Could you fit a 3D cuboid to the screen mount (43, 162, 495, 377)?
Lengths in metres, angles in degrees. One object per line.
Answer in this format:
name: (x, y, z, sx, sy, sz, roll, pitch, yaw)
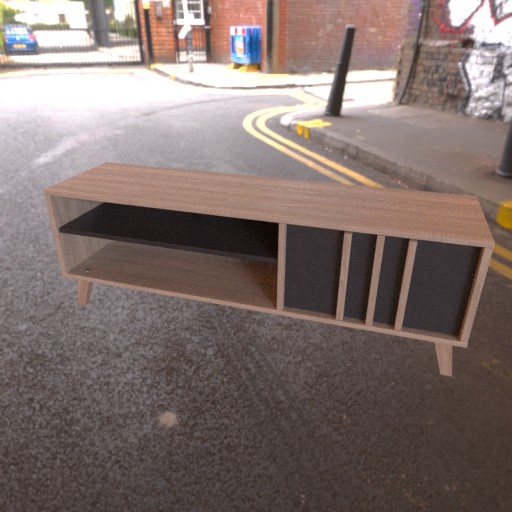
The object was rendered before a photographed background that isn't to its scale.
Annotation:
screen mount: (0.000, 0.000, 1.701, 1.500, 0.509, 0.401, 8, 28, 15)
